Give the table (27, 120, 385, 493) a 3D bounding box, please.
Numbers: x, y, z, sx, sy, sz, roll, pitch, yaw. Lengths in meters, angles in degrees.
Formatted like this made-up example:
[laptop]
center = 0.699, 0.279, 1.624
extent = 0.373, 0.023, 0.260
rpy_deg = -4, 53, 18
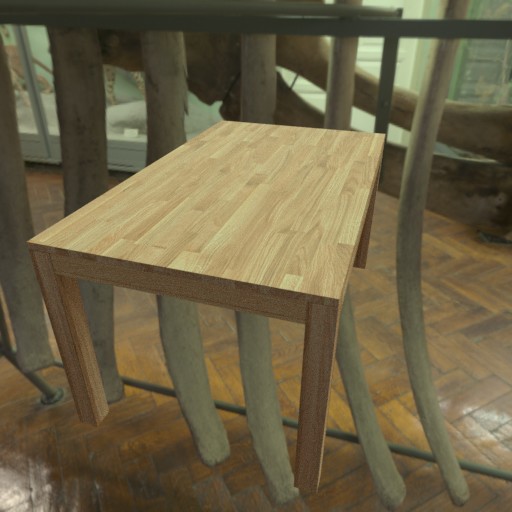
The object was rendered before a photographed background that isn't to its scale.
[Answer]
[table]
center = 0.000, 0.000, 1.963
extent = 0.900, 0.770, 1.500
rpy_deg = 9, 32, 16
